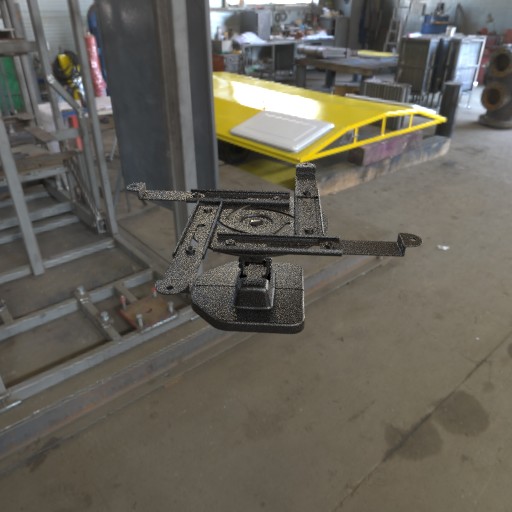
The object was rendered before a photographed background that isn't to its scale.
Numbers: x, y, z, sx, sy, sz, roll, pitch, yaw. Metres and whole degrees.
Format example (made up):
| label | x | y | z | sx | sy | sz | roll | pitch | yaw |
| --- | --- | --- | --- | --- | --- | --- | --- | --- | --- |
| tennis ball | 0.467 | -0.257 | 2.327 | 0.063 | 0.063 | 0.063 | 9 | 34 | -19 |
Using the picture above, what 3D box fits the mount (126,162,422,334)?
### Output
| label | x | y | z | sx | sy | sz | roll | pitch | yaw |
| --- | --- | --- | --- | --- | --- | --- | --- | --- | --- |
| mount | 0.000 | 0.000 | 0.618 | 0.394 | 0.141 | 0.394 | 2 | 30 | 4 |
